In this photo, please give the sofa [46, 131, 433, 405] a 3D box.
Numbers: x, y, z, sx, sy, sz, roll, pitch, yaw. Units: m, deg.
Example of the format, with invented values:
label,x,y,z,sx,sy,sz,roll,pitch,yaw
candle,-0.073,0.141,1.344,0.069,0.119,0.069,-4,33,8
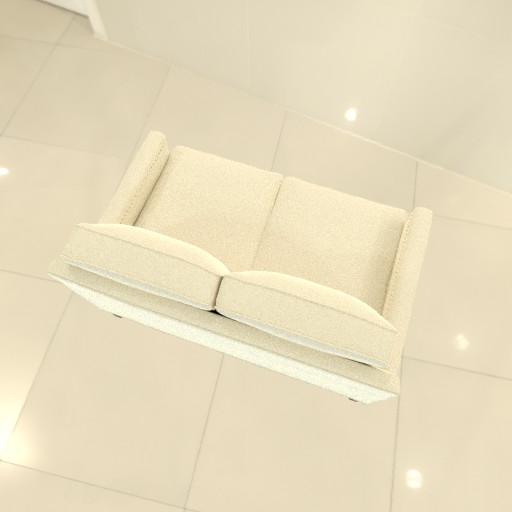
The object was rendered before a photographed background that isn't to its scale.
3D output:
label,x,y,z,sx,sy,sz,roll,pitch,yaw
sofa,0.000,0.000,2.277,1.597,1.003,1.084,18,65,8
